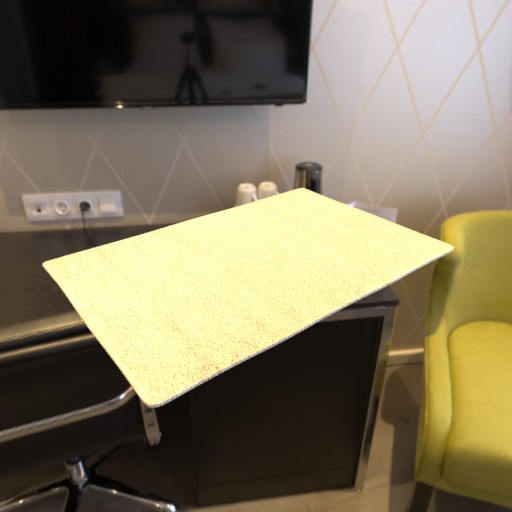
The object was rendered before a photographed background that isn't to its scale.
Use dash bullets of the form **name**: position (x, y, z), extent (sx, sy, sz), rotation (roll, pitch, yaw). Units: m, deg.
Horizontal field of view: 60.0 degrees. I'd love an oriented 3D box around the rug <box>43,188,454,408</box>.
- **rug**: position (0.000, 0.000, 3.450), extent (2.698, 0.025, 1.798), rotation (-21, 35, -33)
